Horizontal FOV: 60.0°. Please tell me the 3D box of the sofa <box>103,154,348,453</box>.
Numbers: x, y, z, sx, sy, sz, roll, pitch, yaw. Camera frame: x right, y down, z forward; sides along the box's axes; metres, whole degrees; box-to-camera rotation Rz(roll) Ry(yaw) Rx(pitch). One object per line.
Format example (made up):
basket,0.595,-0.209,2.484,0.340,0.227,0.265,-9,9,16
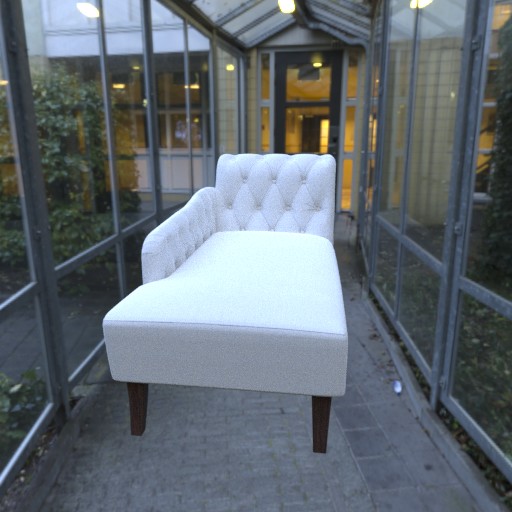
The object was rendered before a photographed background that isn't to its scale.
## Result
sofa,0.000,0.000,1.818,0.675,0.787,1.379,2,15,8
